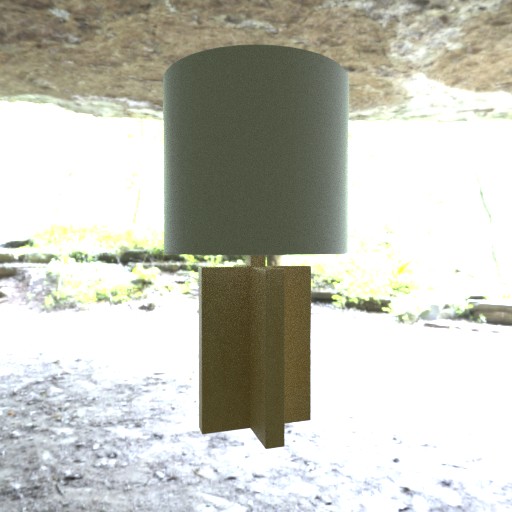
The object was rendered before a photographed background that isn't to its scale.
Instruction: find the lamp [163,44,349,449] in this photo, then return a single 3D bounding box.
[{"bbox_3d":[0.000,0.000,0.560,0.229,0.428,0.229,0,1,-18],"label":"lamp"}]
